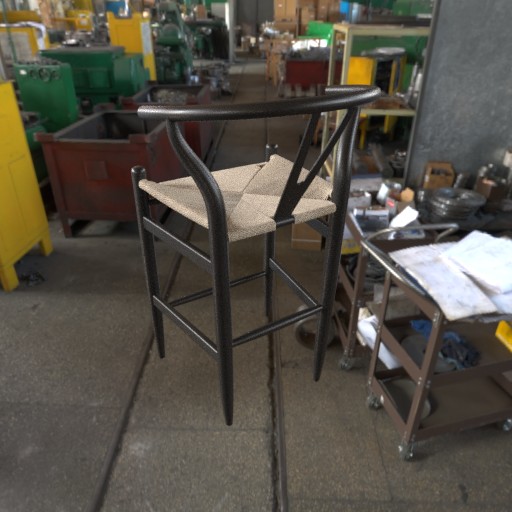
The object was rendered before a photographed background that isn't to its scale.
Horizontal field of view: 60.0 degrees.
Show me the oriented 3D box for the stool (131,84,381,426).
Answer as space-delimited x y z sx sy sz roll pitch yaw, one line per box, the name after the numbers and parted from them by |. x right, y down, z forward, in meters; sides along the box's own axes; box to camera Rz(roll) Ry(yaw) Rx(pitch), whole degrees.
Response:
0.000 0.000 1.289 0.569 0.970 0.579 -17 34 -28 | stool
